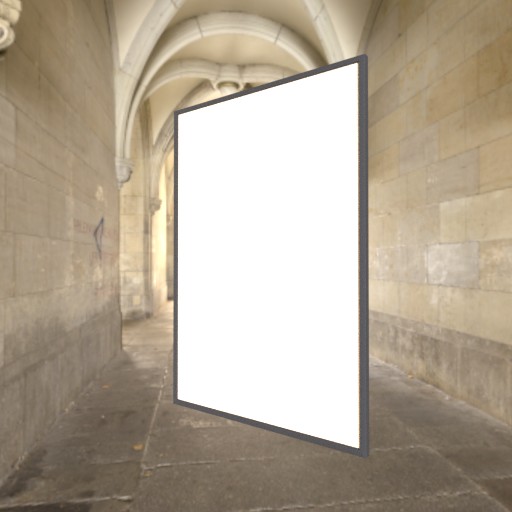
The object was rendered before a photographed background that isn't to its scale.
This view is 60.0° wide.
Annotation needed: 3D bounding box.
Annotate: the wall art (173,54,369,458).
[{"bbox_3d":[0.000,0.000,0.863,0.457,0.657,0.013,-1,-1,37],"label":"wall art"}]
